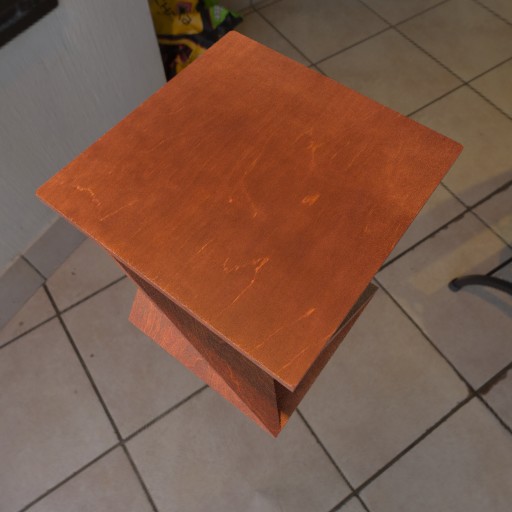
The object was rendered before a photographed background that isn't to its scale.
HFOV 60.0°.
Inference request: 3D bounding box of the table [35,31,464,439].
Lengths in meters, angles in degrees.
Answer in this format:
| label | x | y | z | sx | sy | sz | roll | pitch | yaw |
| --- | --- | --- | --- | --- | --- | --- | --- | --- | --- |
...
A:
| label | x | y | z | sx | sy | sz | roll | pitch | yaw |
| --- | --- | --- | --- | --- | --- | --- | --- | --- | --- |
| table | 0.000 | 0.000 | 0.845 | 0.427 | 0.520 | 0.427 | 34 | 67 | 16 |
